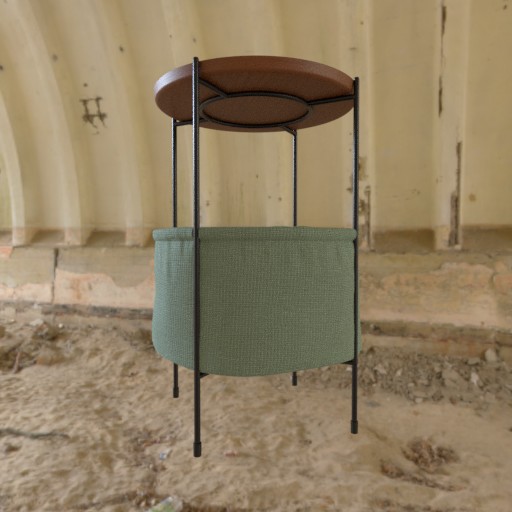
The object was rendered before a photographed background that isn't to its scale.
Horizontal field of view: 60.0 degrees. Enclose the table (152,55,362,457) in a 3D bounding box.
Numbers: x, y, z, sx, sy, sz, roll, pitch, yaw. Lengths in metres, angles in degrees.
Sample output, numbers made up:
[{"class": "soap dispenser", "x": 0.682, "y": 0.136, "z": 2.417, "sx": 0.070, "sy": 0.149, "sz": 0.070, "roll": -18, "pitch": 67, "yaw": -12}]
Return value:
[{"class": "table", "x": 0.000, "y": 0.000, "z": 0.868, "sx": 0.400, "sy": 0.623, "sz": 0.400, "roll": -1, "pitch": 2, "yaw": -17}]
